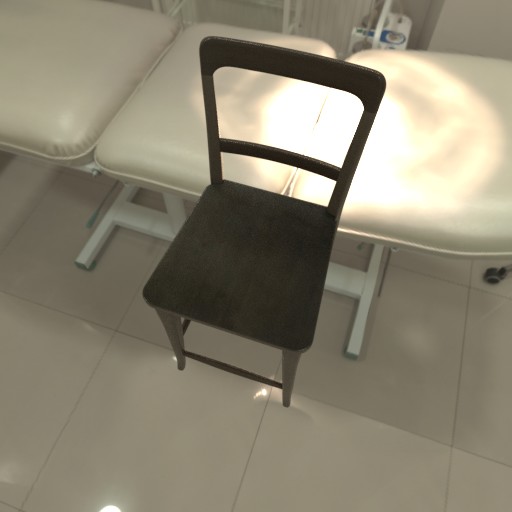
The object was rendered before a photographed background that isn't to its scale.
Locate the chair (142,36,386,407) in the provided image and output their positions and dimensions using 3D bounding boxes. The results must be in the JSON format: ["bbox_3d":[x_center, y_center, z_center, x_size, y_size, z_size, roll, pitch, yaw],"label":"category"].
[{"bbox_3d":[0.000,0.000,1.294,0.450,0.991,0.546,16,60,10],"label":"chair"}]
